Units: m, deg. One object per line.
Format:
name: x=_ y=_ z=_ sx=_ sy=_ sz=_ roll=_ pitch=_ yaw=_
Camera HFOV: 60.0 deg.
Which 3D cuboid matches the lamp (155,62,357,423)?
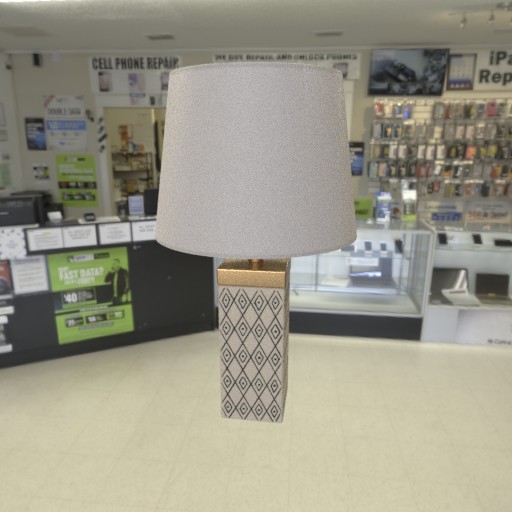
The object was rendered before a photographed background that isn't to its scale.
lamp: x=0.000 y=0.000 z=0.573 sx=0.251 sy=0.435 sz=0.251 roll=0 pitch=15 yaw=0
